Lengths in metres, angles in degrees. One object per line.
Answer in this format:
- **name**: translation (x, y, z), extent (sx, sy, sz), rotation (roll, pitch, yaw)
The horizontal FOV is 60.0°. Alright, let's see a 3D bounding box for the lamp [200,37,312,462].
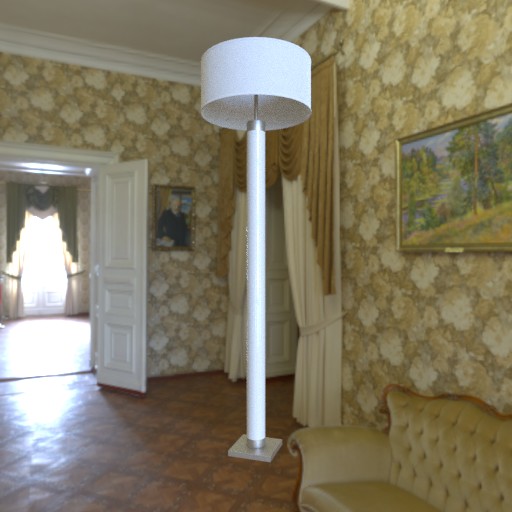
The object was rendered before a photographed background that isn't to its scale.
- **lamp**: translation (0.000, 0.000, 1.682), extent (0.420, 1.475, 0.420), rotation (0, 0, 18)
